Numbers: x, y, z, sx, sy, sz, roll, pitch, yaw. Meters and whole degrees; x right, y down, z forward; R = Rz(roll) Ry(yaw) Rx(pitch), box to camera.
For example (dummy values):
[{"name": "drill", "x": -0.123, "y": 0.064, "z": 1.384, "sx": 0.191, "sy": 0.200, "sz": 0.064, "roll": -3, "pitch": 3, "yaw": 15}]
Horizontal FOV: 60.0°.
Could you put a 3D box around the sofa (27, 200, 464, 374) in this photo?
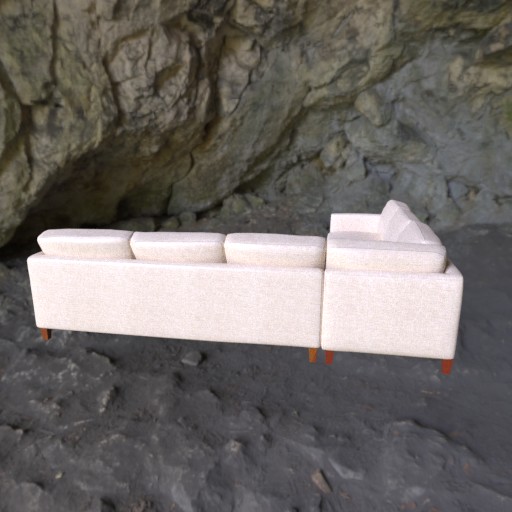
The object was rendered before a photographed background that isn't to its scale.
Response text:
[{"name": "sofa", "x": 0.000, "y": 0.000, "z": 4.481, "sx": 3.302, "sy": 0.947, "sz": 2.593, "roll": 3, "pitch": 15, "yaw": 10}]
